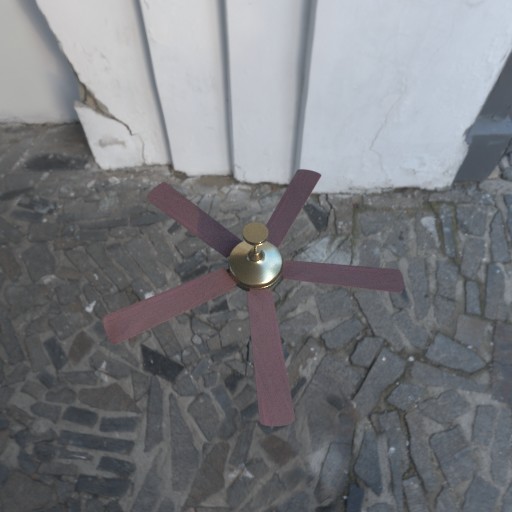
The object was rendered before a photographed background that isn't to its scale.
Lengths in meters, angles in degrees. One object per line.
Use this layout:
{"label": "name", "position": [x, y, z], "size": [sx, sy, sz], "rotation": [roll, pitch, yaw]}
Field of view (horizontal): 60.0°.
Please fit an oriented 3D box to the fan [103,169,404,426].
{"label": "fan", "position": [0.000, 0.000, 1.965], "size": [1.321, 0.356, 1.321], "rotation": [14, 58, 9]}
